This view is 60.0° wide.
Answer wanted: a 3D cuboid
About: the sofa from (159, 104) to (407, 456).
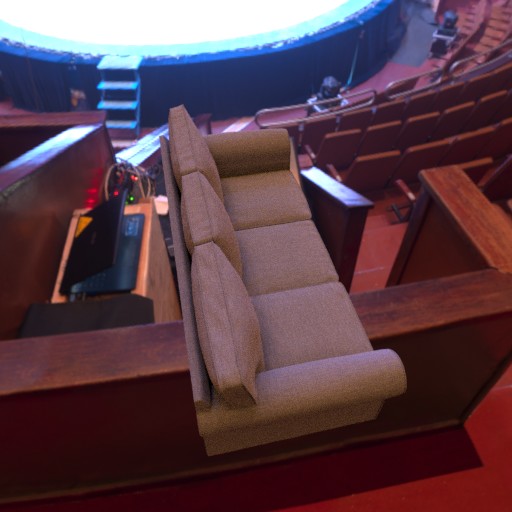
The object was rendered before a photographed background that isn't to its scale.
[{"bbox_3d":[0.000,0.000,2.620,0.916,0.961,2.084,-9,48,-8],"label":"sofa"}]
